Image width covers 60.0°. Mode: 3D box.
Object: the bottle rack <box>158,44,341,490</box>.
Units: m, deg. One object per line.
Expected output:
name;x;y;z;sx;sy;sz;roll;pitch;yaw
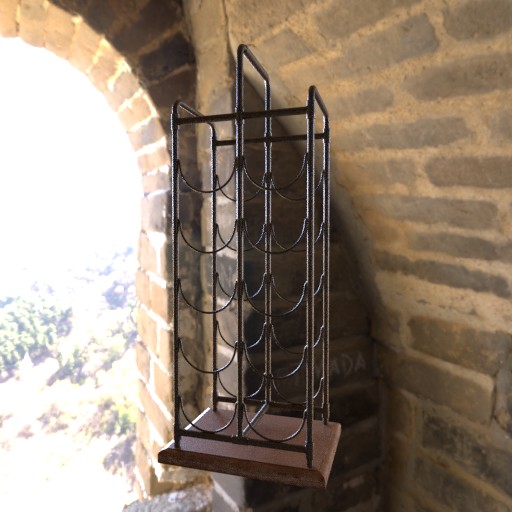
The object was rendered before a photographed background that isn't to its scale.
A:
bottle rack;0.000;0.000;0.779;0.276;0.680;0.208;1;2;17
